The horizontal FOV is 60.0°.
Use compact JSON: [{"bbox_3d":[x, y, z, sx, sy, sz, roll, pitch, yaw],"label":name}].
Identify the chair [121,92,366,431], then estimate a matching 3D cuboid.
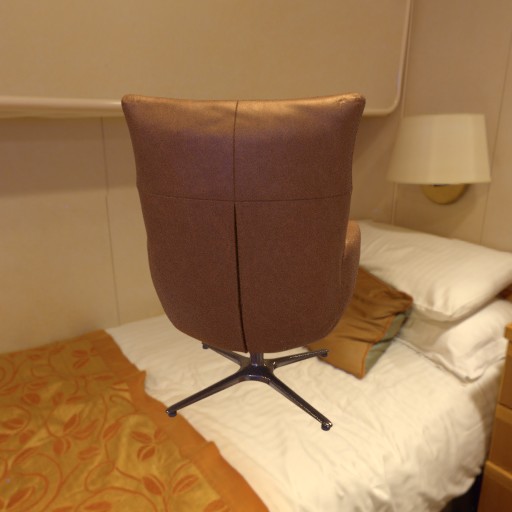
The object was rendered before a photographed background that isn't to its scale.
[{"bbox_3d":[0.000,0.000,1.540,0.711,1.027,0.794,2,17,7],"label":"chair"}]
